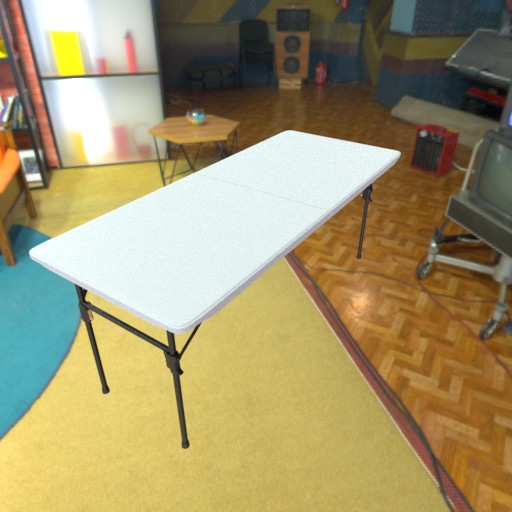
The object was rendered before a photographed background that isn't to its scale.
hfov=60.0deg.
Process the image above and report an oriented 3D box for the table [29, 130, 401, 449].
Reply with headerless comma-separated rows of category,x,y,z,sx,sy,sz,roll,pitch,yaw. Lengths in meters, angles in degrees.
table,0.000,0.000,2.232,0.761,0.719,1.829,20,37,29
